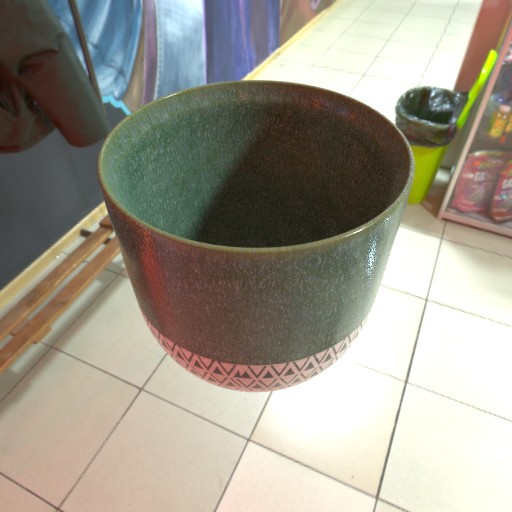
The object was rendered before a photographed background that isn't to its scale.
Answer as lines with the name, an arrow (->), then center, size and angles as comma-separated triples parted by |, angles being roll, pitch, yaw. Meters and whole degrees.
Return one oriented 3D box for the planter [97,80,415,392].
planter -> 0.000, 0.000, 0.475 | 0.266, 0.270, 0.266 | 0, 45, 0
